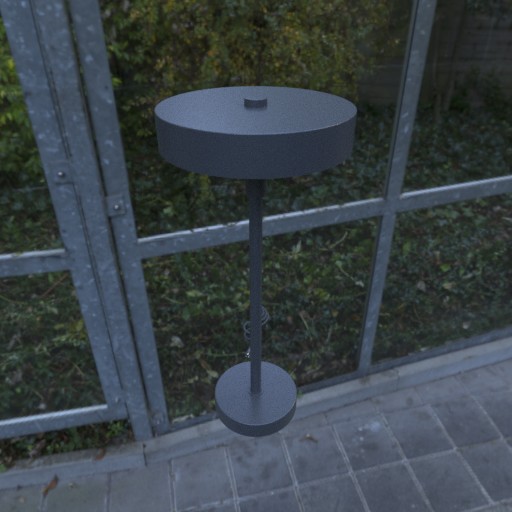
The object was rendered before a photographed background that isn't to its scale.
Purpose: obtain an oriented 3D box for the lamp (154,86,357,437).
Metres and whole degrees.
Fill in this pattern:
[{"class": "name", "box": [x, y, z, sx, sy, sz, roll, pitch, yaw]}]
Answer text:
[{"class": "lamp", "box": [0.000, 0.000, 0.696, 0.229, 0.508, 0.369, 0, 31, 0]}]
